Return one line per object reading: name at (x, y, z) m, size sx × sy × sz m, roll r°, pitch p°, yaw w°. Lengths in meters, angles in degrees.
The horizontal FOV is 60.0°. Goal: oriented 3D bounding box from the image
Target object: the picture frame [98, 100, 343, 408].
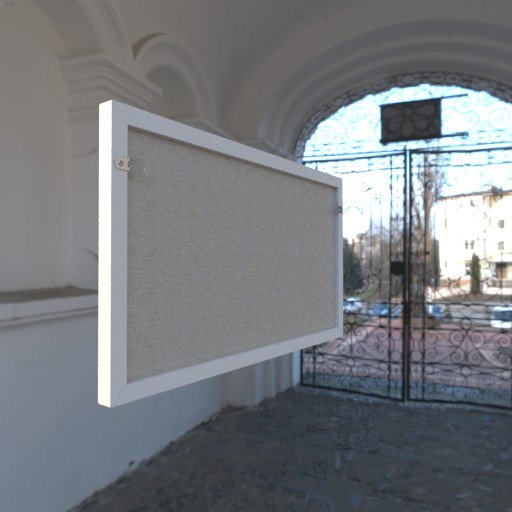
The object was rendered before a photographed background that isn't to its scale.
picture frame at (0.000, 0.000, 0.813) m, size 0.044 × 0.379 × 0.647 m, roll -1°, pitch -1°, yaw 37°
